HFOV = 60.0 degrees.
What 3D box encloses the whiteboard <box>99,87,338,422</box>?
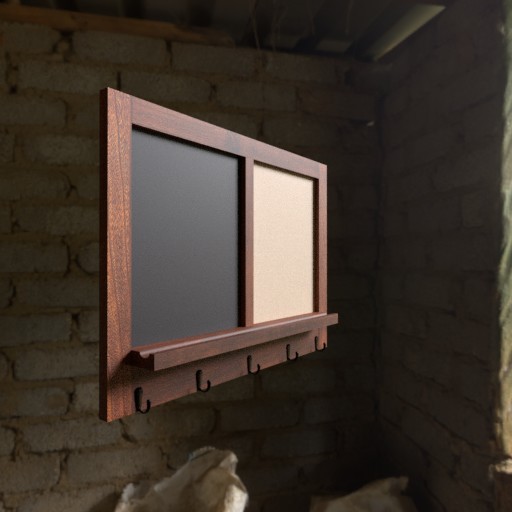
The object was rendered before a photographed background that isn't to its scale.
[{"bbox_3d":[0.000,0.000,1.026,0.083,0.553,0.768,0,0,37],"label":"whiteboard"}]
